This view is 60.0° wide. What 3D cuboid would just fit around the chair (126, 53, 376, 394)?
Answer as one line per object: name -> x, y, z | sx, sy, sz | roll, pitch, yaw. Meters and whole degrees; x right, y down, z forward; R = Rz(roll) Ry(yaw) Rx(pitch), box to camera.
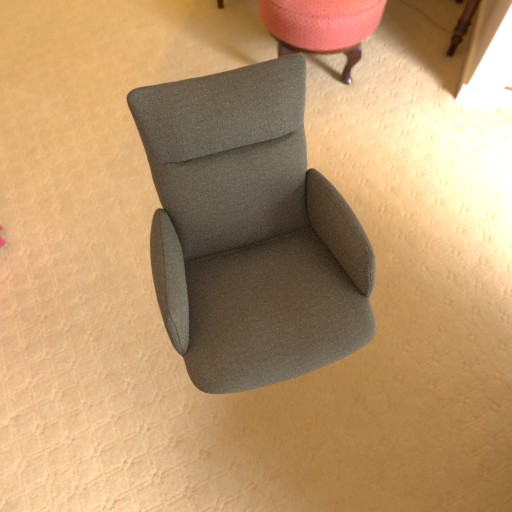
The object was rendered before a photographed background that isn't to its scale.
chair -> 0.000, 0.000, 1.542 | 0.702, 0.984, 0.831 | -16, 64, -8
